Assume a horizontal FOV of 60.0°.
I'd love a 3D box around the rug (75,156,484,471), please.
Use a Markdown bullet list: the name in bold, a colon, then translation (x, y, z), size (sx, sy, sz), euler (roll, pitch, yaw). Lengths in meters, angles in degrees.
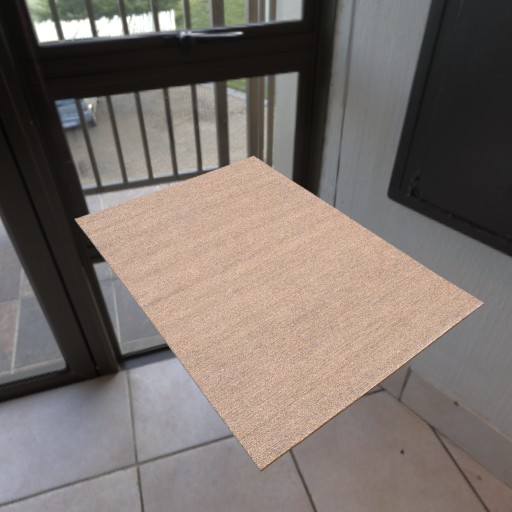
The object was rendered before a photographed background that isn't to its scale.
- **rug**: translation (0.000, 0.000, 2.893), size (1.624, 0.030, 2.264), euler (-25, 46, -27)
